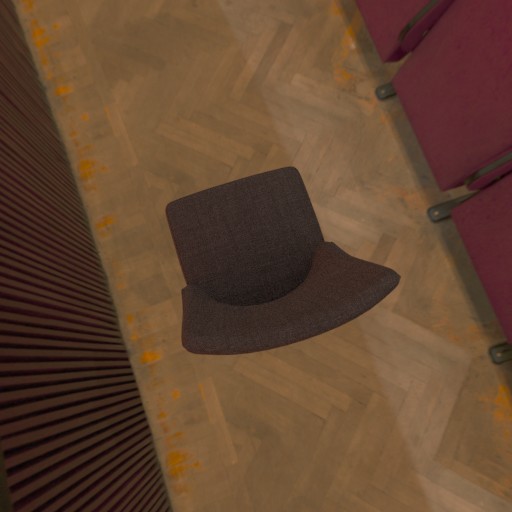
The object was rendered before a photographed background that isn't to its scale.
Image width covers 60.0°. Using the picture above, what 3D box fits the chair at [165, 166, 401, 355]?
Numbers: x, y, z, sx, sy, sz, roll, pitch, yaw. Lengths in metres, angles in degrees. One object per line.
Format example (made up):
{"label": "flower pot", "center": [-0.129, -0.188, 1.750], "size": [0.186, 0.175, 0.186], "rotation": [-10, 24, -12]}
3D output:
{"label": "chair", "center": [0.000, 0.000, 1.358], "size": [0.510, 1.050, 0.577], "rotation": [-17, 77, -4]}
